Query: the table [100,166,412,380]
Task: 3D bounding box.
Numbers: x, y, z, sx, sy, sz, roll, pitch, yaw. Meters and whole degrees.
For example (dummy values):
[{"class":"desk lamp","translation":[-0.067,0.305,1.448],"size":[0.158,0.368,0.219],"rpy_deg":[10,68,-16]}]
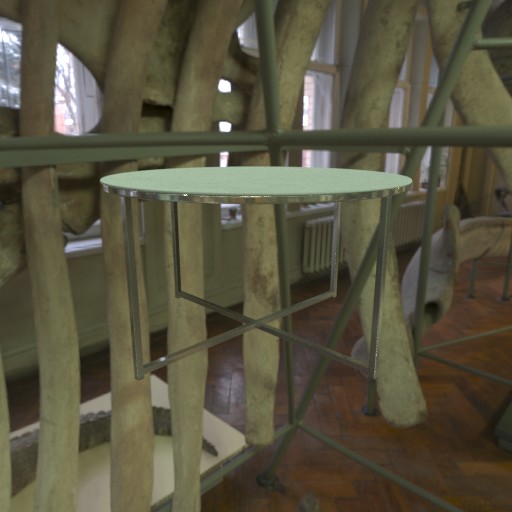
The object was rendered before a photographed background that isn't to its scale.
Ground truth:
[{"class":"table","translation":[0.000,0.000,1.257],"size":[0.800,0.450,0.800],"rpy_deg":[0,15,0]}]
